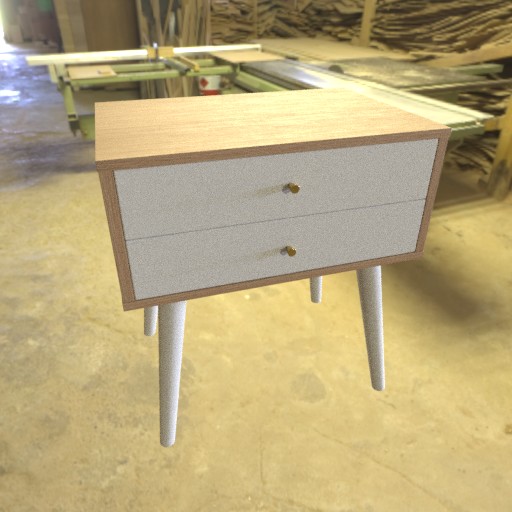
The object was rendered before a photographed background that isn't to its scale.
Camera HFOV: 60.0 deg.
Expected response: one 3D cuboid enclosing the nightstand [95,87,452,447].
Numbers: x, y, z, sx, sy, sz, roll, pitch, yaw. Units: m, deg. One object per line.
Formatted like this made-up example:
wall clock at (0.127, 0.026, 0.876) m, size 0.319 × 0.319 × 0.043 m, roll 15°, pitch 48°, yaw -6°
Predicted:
nightstand at (0.000, 0.000, 0.979) m, size 0.571 × 0.610 × 0.407 m, roll -9°, pitch 32°, yaw -15°
